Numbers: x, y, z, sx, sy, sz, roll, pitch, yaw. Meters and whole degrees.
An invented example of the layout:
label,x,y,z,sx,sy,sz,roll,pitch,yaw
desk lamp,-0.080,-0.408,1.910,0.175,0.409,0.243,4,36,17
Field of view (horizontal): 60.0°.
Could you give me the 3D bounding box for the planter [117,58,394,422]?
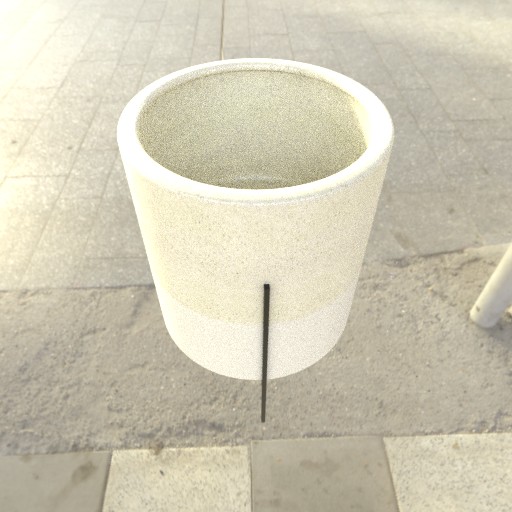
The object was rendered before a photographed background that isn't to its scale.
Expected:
label,x,y,z,sx,sy,sz,roll,pitch,yaw
planter,0.000,0.000,0.698,0.324,0.483,0.333,-3,47,-3
